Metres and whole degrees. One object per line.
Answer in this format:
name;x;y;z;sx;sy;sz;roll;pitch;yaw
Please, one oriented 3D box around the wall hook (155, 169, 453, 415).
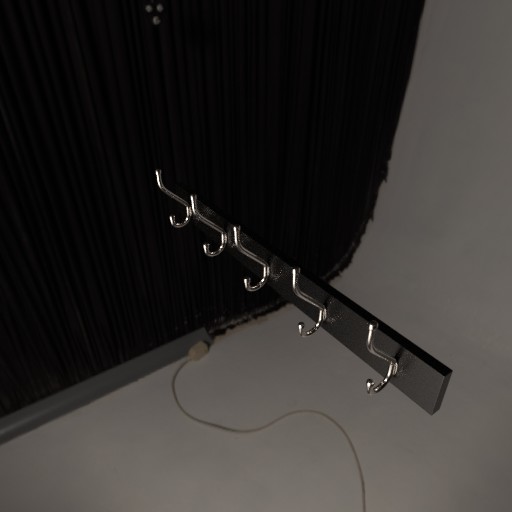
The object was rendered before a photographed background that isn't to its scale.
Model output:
wall hook;0.000;0.000;0.618;0.071;0.117;0.571;-21;39;-29
